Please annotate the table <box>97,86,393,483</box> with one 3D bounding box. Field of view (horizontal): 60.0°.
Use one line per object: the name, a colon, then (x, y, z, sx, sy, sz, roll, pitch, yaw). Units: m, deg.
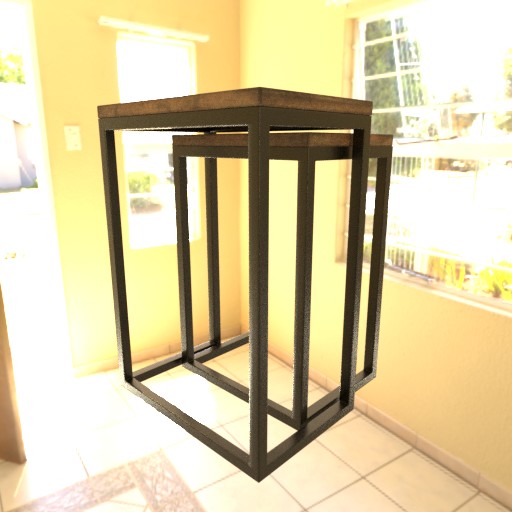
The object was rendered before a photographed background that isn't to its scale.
table: (0.000, 0.000, 0.955, 0.460, 0.615, 0.456, -13, 19, -42)
